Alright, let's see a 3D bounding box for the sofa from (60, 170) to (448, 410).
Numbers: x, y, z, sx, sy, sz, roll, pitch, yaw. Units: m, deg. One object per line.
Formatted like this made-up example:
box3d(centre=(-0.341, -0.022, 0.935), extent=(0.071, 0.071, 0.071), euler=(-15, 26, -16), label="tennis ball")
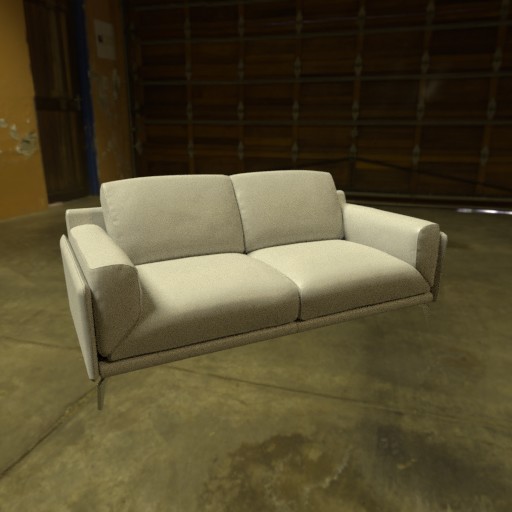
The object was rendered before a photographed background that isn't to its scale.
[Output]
box3d(centre=(0.000, 0.000, 2.678), extent=(2.101, 0.930, 1.049), euler=(-8, 17, -26), label="sofa")
